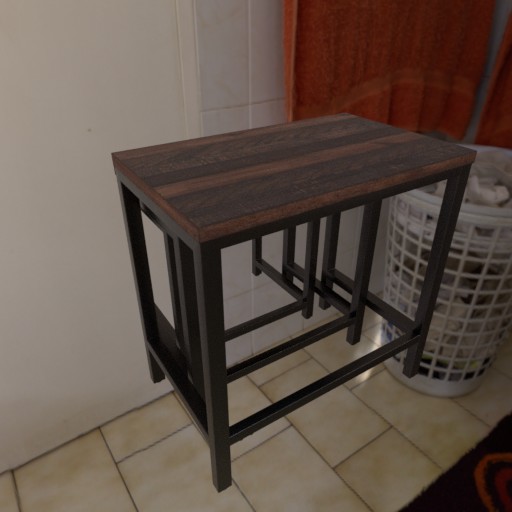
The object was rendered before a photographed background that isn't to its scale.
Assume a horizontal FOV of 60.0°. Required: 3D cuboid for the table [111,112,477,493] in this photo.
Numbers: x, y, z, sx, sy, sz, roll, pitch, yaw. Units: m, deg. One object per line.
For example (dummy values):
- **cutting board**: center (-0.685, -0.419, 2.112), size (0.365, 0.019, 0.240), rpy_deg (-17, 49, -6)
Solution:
- **table**: center (0.000, 0.000, 1.123), size (0.608, 0.616, 0.660), rpy_deg (-18, 35, -28)
